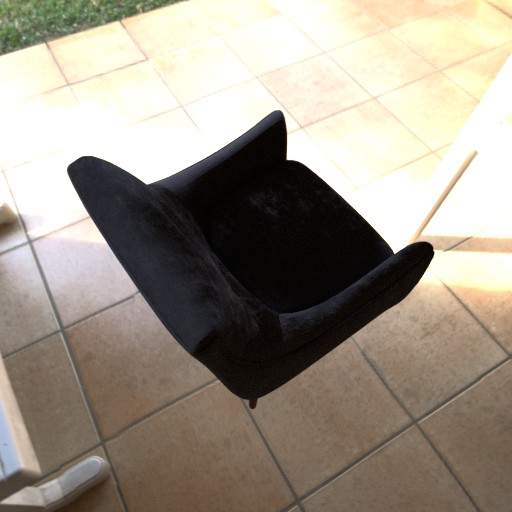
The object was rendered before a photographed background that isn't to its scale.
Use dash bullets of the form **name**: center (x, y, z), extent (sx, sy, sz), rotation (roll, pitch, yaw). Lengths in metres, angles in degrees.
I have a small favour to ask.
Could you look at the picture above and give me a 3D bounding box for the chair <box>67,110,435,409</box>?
- **chair**: center (0.000, 0.000, 1.442), extent (0.787, 0.838, 0.762), rotation (-32, 63, -18)
